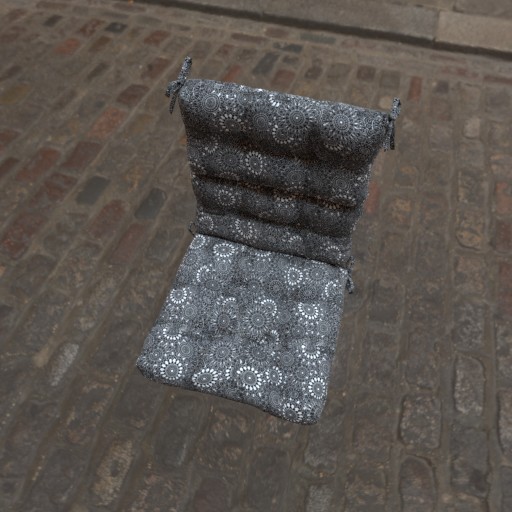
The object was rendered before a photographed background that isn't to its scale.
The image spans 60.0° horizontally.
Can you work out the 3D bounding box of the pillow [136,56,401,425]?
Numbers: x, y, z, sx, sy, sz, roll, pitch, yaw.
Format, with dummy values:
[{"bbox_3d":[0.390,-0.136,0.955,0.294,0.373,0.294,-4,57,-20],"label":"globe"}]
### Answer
[{"bbox_3d":[0.000,0.000,1.039,0.519,0.605,0.571,13,59,8],"label":"pillow"}]
